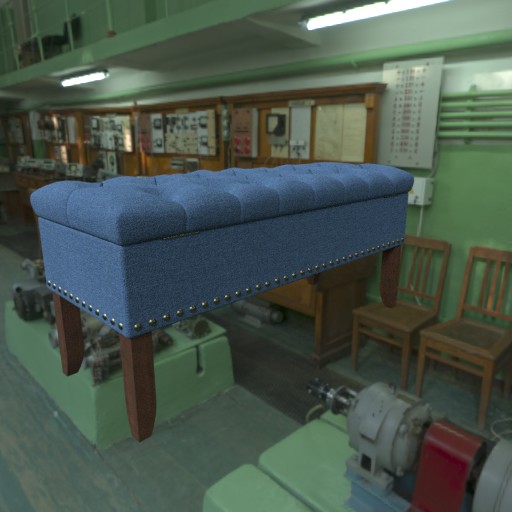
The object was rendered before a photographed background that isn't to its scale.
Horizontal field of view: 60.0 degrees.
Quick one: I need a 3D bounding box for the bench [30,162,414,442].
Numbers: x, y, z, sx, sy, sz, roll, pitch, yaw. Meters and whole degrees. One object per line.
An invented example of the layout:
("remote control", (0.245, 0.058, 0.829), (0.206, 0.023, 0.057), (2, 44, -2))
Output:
("bench", (0.000, 0.000, 1.277), (1.052, 0.492, 0.417), (-15, 21, -43))
